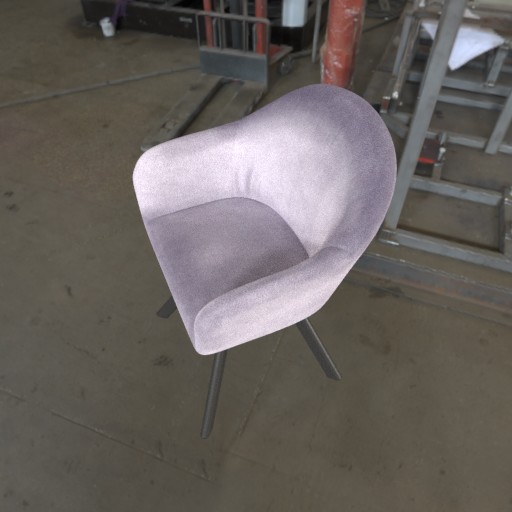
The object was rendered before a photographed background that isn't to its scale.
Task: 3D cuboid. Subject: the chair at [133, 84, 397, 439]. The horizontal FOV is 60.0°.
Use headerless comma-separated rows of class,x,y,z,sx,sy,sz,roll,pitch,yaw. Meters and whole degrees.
chair,0.000,0.000,1.166,0.540,0.780,0.570,-18,49,-17
